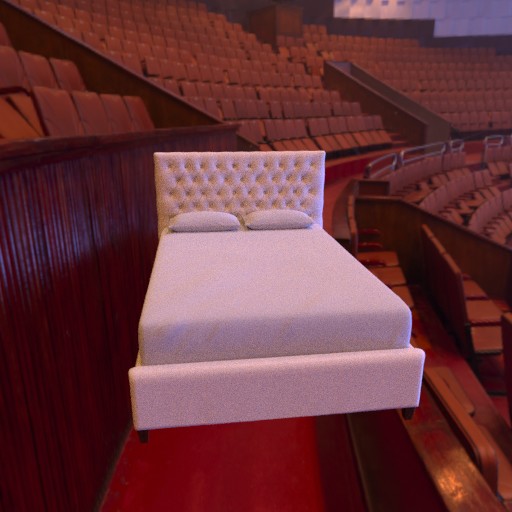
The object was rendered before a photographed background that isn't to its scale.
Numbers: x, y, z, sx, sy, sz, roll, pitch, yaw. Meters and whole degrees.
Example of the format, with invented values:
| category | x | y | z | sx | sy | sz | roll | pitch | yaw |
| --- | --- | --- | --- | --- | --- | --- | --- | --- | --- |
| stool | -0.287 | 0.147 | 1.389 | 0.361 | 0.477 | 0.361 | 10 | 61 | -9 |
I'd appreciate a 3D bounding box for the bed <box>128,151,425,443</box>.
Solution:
| category | x | y | z | sx | sy | sz | roll | pitch | yaw |
| --- | --- | --- | --- | --- | --- | --- | --- | --- | --- |
| bed | 0.000 | 0.000 | 3.489 | 1.698 | 1.427 | 2.387 | -2 | 18 | -7 |
